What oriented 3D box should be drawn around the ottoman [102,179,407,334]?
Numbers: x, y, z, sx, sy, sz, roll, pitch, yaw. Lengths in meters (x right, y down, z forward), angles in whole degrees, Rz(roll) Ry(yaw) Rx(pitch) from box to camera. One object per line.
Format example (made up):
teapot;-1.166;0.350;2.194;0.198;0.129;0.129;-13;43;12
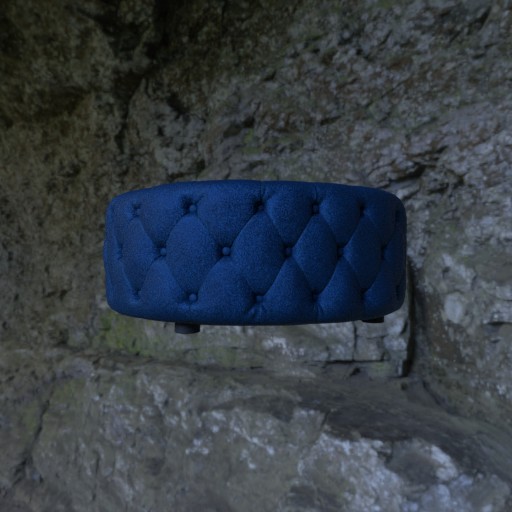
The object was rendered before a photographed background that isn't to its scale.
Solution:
ottoman;0.000;0.000;1.524;0.998;0.398;0.998;0;0;0
